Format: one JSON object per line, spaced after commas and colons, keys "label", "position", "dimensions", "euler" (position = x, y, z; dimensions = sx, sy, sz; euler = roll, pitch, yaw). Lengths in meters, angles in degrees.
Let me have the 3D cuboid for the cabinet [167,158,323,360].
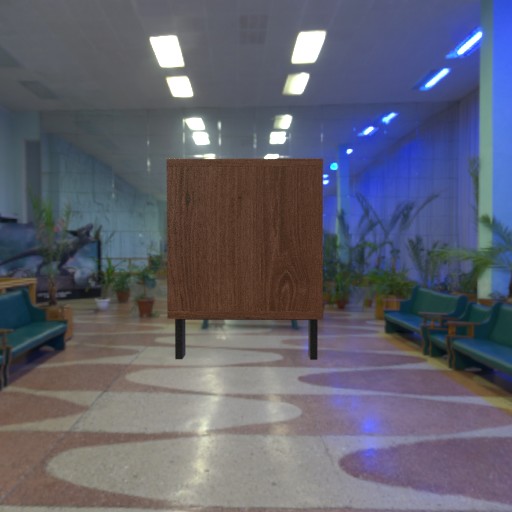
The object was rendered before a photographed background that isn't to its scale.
{"label": "cabinet", "position": [0.000, 0.000, 1.873], "dimensions": [0.400, 0.500, 1.650], "euler": [0, 1, 1]}
